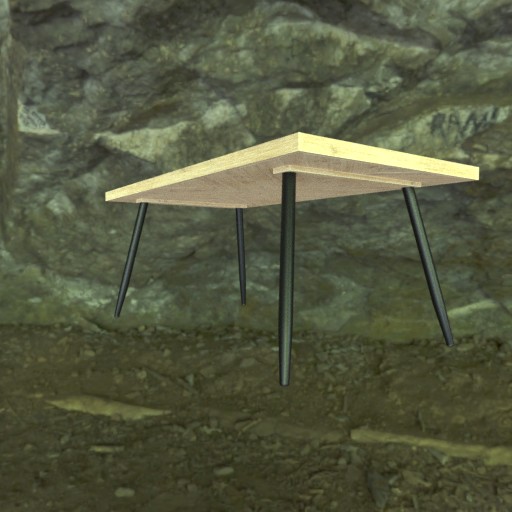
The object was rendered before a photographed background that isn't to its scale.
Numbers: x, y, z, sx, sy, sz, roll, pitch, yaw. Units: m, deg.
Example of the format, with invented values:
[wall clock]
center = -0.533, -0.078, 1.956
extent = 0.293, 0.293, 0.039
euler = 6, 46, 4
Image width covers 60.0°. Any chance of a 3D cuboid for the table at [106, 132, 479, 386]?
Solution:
[table]
center = 0.000, 0.000, 2.299
extent = 0.991, 0.762, 1.803
euler = -1, 2, -36
